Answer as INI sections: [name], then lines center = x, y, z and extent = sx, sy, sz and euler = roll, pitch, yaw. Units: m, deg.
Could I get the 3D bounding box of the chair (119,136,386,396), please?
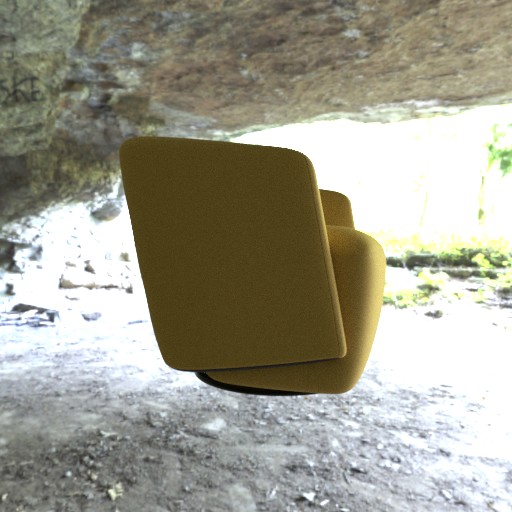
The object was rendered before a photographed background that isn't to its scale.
[chair]
center = 0.000, 0.000, 1.373
extent = 0.767, 0.698, 0.773
euler = 0, 1, 18
